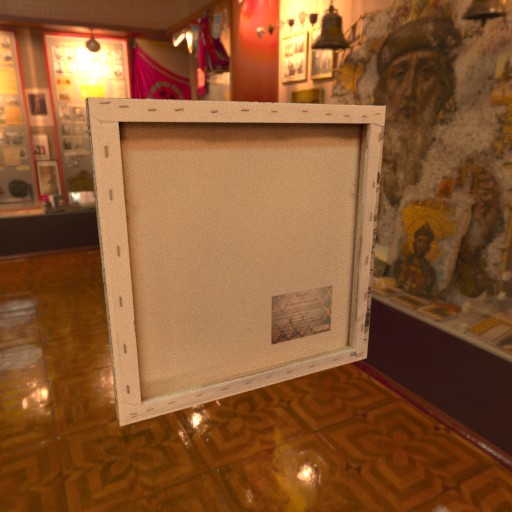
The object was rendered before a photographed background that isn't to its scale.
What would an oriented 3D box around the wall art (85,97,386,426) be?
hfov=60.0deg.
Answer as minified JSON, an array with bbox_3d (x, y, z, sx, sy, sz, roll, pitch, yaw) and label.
[{"bbox_3d":[0.000,0.000,0.924,0.609,0.607,0.036,-8,18,-25],"label":"wall art"}]
